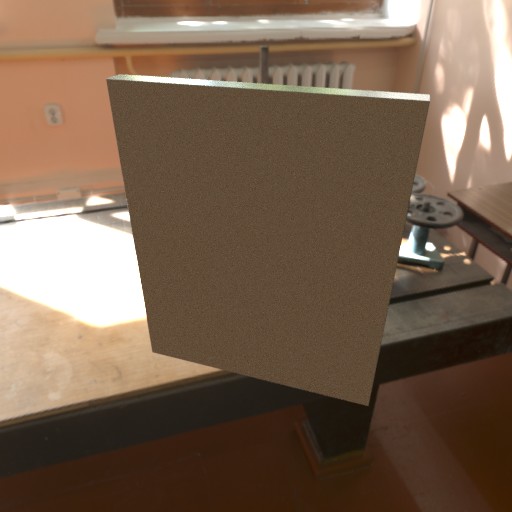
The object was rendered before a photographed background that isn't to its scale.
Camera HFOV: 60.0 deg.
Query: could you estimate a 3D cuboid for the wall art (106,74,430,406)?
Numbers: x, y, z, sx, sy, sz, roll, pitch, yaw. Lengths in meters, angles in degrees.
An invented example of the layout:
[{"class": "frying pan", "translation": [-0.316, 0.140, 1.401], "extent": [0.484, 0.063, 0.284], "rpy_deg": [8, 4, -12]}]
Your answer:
[{"class": "wall art", "translation": [0.000, 0.000, 0.753], "extent": [0.452, 0.549, 0.038], "rpy_deg": [10, 33, 15]}]
